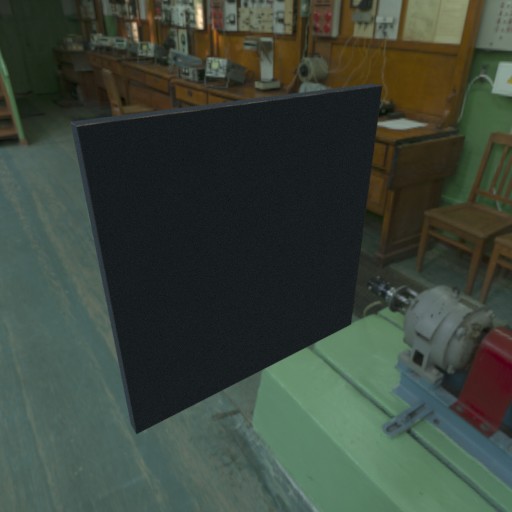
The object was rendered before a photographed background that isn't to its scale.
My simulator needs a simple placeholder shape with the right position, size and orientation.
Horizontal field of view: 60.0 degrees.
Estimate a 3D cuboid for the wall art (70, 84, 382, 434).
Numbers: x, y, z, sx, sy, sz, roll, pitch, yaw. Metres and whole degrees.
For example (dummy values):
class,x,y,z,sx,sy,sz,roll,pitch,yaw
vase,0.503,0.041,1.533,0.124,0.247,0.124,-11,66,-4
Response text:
class,x,y,z,sx,sy,sz,roll,pitch,yaw
wall art,0.000,0.000,1.132,0.762,0.762,0.038,-19,34,-30
